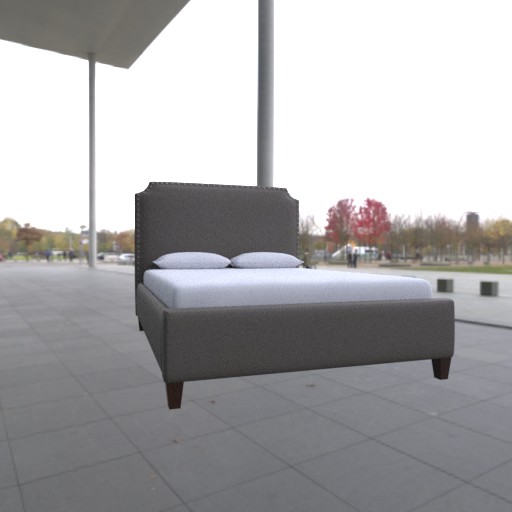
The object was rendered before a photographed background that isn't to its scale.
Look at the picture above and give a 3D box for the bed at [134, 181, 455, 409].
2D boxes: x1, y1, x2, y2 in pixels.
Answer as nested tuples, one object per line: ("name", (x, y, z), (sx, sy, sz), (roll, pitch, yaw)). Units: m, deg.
("bed", (0.000, 0.000, 3.446), (1.712, 1.443, 2.372), (0, 0, -18))
